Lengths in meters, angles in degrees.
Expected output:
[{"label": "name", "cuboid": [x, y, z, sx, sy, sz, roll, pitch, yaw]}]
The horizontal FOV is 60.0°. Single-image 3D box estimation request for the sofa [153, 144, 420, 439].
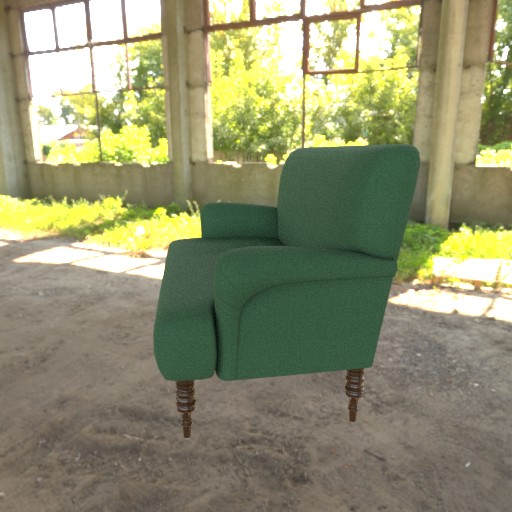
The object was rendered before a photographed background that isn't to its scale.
[{"label": "sofa", "cuboid": [0.000, 0.000, 1.842, 0.779, 0.889, 1.297, -2, 13, -9]}]
